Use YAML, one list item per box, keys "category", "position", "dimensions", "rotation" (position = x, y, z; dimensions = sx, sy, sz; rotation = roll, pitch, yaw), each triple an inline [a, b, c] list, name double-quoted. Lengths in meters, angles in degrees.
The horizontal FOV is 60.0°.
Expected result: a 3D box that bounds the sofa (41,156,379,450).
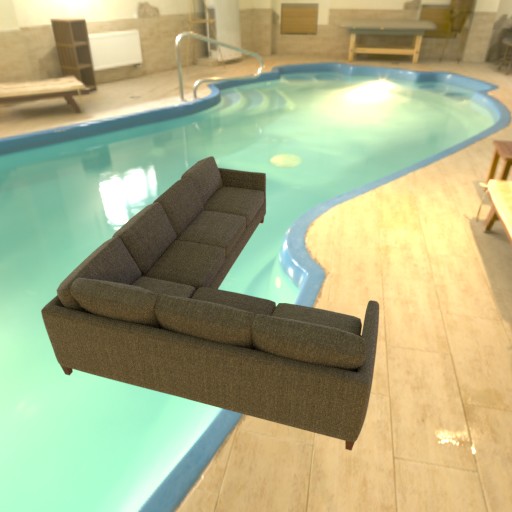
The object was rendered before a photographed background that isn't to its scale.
- category: "sofa"
  position: [0.000, 0.000, 4.598]
  dimensions: [2.593, 0.947, 3.302]
  rotation: [9, 34, 14]
